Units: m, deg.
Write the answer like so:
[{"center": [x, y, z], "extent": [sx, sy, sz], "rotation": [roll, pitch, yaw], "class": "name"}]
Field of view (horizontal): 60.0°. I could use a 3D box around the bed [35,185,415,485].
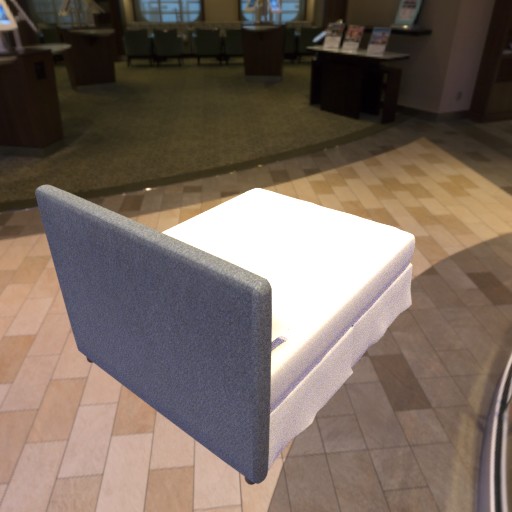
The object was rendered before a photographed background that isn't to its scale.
[{"center": [0.000, 0.000, 3.147], "extent": [1.723, 1.330, 2.142], "rotation": [22, 37, 32], "class": "bed"}]
